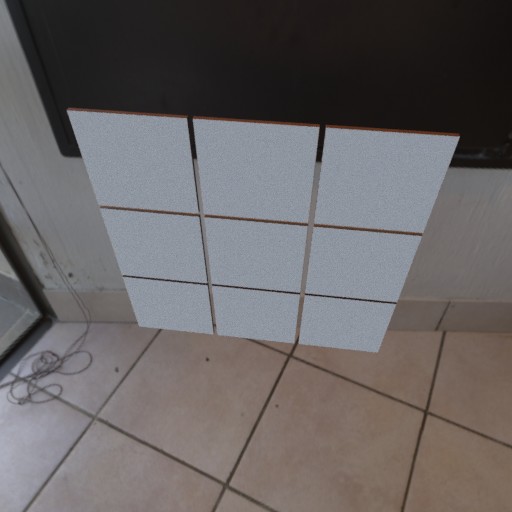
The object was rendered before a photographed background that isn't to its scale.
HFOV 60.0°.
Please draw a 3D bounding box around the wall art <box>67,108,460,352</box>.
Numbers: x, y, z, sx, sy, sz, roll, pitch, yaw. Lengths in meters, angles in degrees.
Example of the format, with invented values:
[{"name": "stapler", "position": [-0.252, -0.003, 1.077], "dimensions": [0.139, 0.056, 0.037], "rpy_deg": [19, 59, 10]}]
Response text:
[{"name": "wall art", "position": [0.000, 0.000, 1.863], "dimensions": [1.256, 1.246, 0.017], "rpy_deg": [5, 47, 5]}]
